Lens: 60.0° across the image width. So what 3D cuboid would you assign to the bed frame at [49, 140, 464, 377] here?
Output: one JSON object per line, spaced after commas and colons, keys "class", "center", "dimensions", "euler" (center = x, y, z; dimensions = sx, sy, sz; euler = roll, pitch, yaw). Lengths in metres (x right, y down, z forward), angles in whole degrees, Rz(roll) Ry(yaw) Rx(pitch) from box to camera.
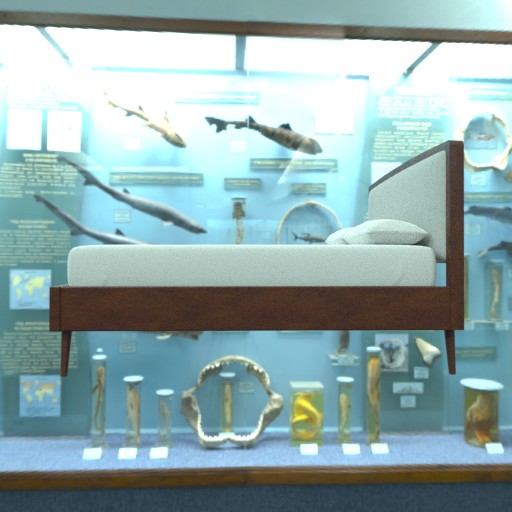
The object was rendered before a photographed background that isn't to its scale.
{"class": "bed frame", "center": [0.000, 0.000, 3.112], "dimensions": [2.171, 1.279, 1.587], "euler": [0, 0, -1]}
